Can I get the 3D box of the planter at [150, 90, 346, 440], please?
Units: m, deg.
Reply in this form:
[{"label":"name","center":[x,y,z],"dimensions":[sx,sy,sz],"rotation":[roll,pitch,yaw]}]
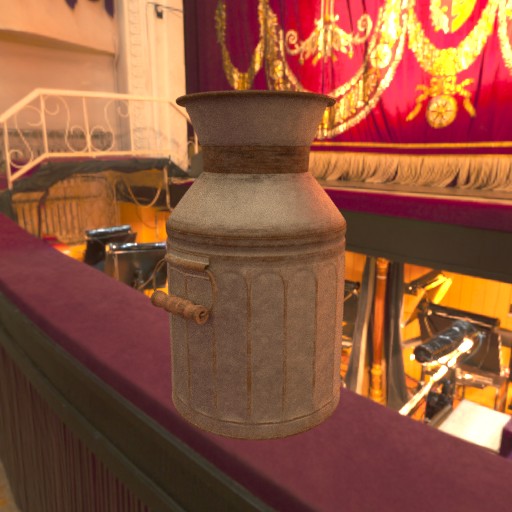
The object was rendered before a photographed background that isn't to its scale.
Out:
[{"label":"planter","center":[0.000,0.000,0.536],"dimensions":[0.215,0.358,0.248],"rotation":[13,18,42]}]
